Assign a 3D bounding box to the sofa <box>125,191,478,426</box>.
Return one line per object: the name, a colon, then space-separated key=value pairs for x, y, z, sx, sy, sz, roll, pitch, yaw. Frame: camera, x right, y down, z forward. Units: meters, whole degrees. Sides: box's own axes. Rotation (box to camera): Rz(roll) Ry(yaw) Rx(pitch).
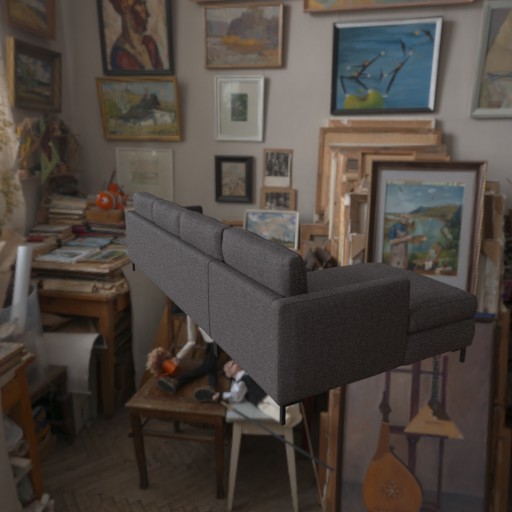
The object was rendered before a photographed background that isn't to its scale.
sofa: x=0.000 y=0.000 z=3.217 sx=1.258 sy=0.754 sz=2.731 roll=-8 pitch=17 yaw=-28
